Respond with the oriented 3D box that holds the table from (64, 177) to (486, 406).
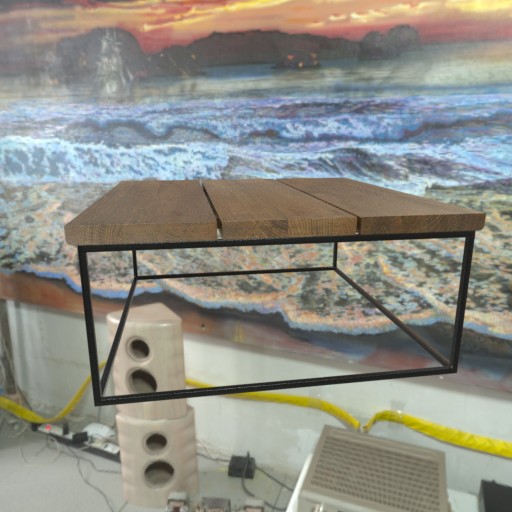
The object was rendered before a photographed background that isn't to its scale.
[{"bbox_3d":[0.000,0.000,1.405,0.900,0.400,0.900,-2,15,-9],"label":"table"}]
